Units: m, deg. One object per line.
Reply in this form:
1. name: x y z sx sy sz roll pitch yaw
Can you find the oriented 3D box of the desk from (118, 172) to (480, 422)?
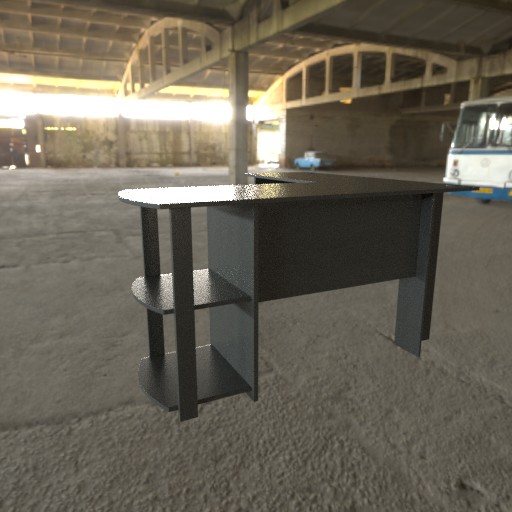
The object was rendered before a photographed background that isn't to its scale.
1. desk: 0.000 0.000 2.139 1.361 0.716 1.303 -7 15 -25
